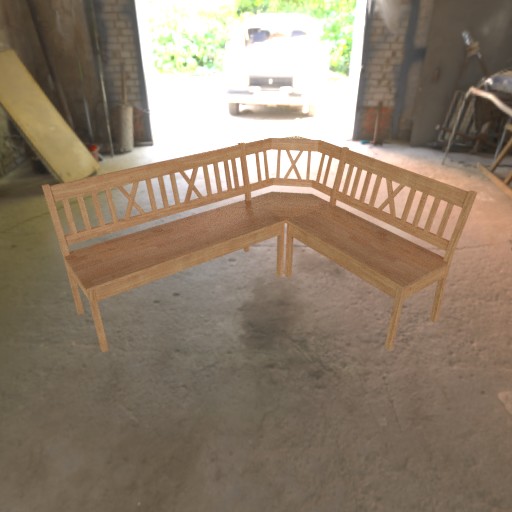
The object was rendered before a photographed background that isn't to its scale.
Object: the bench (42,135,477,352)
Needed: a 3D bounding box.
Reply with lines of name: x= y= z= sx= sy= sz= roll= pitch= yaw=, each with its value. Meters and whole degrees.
bench: x=0.000 y=0.000 z=2.748 sx=1.937 sy=0.902 sz=1.537 roll=-21 pitch=37 yaw=-30
